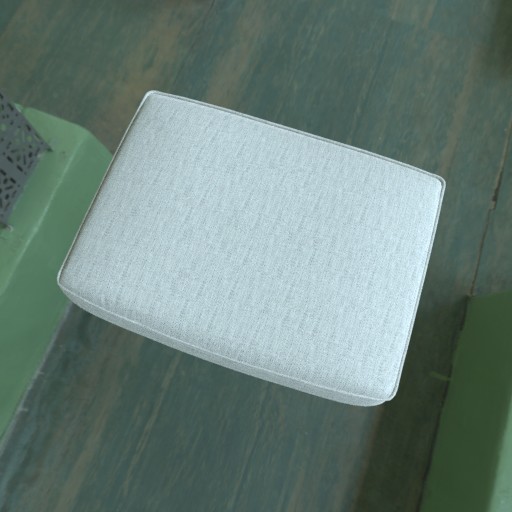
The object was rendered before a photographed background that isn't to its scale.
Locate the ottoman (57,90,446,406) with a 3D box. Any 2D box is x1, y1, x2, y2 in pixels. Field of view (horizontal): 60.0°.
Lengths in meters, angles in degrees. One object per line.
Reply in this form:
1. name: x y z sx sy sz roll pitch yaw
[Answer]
1. ottoman: 0.000 0.000 1.182 0.794 0.465 0.594 18 75 5
